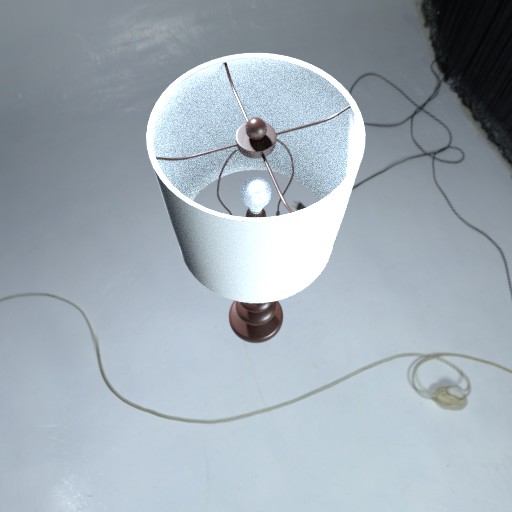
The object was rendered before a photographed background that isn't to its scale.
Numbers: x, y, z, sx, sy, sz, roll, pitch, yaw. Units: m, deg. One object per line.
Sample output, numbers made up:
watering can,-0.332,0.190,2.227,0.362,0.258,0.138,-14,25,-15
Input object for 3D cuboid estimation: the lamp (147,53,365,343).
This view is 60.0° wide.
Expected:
lamp,0.000,0.000,0.813,0.254,0.690,0.254,-17,65,-8
